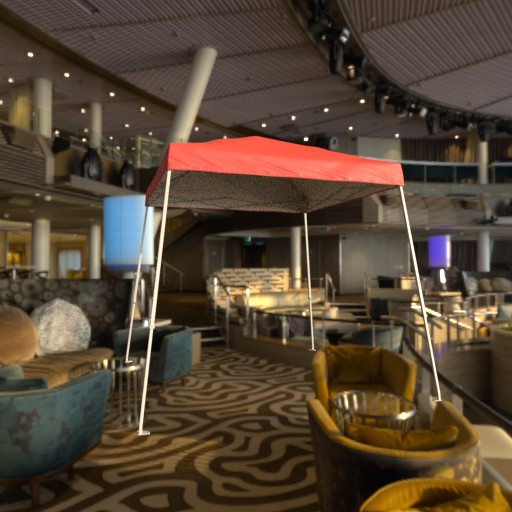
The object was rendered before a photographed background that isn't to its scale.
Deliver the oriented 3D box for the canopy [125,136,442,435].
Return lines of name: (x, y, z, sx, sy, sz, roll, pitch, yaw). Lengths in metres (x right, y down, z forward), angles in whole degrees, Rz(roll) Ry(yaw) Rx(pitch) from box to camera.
canopy: (0.000, 0.000, 6.610, 3.600, 3.600, 3.599, 1, -2, -18)
